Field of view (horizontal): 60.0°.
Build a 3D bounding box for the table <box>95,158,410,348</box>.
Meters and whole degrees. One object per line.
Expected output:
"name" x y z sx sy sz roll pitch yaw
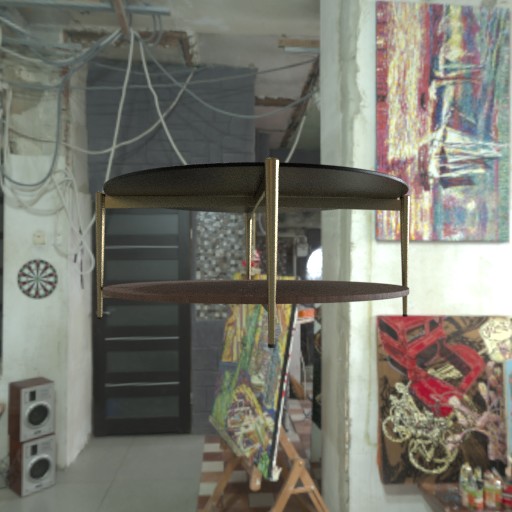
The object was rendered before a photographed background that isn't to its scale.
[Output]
"table" 0.000 0.000 1.436 0.938 0.400 0.938 0 -1 -34
